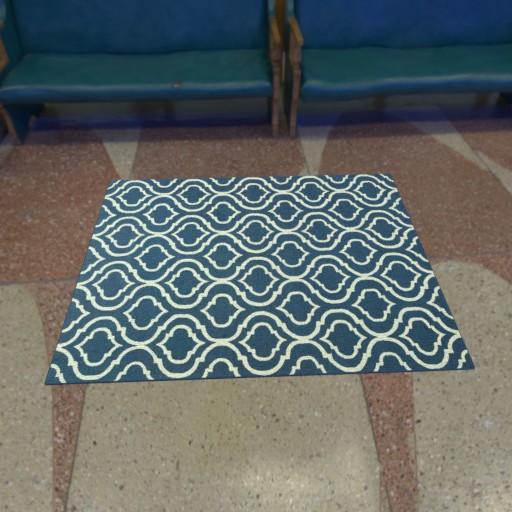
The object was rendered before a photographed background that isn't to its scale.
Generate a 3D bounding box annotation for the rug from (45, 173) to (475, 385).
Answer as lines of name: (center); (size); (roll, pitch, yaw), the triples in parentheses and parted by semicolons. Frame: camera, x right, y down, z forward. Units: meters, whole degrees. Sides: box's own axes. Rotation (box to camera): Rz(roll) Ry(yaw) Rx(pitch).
rug: (0.000, 0.000, 3.753); (2.881, 0.020, 2.270); (-2, 45, -2)
